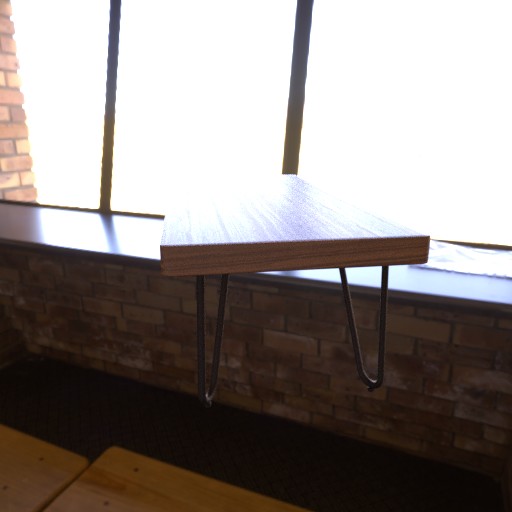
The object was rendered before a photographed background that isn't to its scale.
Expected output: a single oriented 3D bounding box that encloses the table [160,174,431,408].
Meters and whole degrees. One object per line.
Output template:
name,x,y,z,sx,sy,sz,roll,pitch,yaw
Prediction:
table,0.000,0.000,1.709,0.637,0.468,1.375,-3,17,-9
